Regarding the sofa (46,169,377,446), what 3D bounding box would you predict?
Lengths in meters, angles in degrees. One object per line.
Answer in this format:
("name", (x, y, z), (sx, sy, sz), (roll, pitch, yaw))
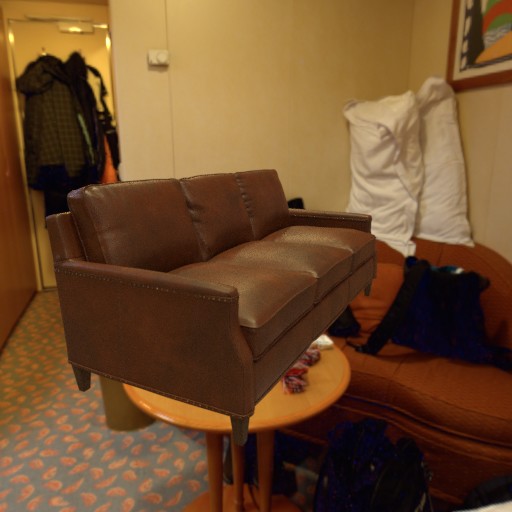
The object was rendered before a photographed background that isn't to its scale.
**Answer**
("sofa", (0.000, 0.000, 2.800), (1.084, 1.003, 2.240), (7, 15, 27))
